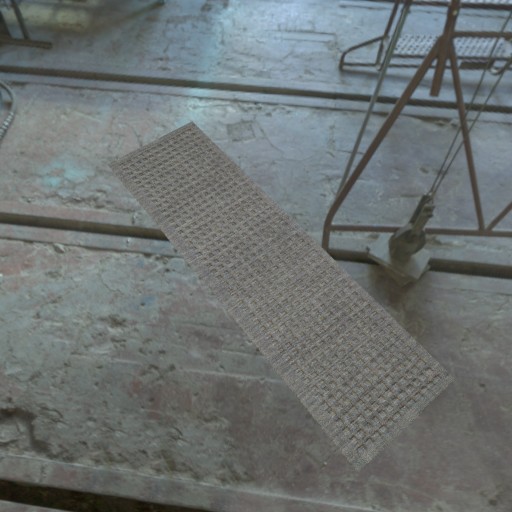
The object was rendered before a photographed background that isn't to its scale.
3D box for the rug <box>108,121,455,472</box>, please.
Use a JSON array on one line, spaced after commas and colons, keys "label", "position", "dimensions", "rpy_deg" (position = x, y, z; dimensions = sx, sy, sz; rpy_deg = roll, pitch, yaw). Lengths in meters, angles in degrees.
[{"label": "rug", "position": [0.000, 0.000, 2.667], "dimensions": [0.706, 0.009, 2.443], "rpy_deg": [-33, 64, -19]}]
